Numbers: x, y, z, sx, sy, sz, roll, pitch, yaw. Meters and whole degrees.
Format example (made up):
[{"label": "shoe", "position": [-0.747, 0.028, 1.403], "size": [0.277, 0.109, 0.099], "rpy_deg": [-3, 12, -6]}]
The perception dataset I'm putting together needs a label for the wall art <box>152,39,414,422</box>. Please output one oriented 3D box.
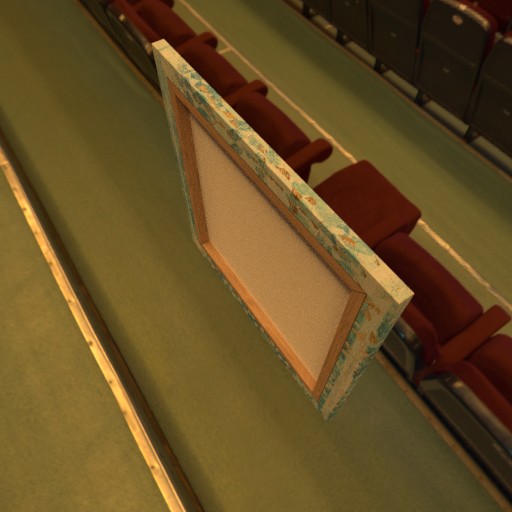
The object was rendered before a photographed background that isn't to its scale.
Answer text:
[{"label": "wall art", "position": [0.000, 0.000, 1.348], "size": [0.040, 0.916, 0.916], "rpy_deg": [-30, 62, -18]}]
